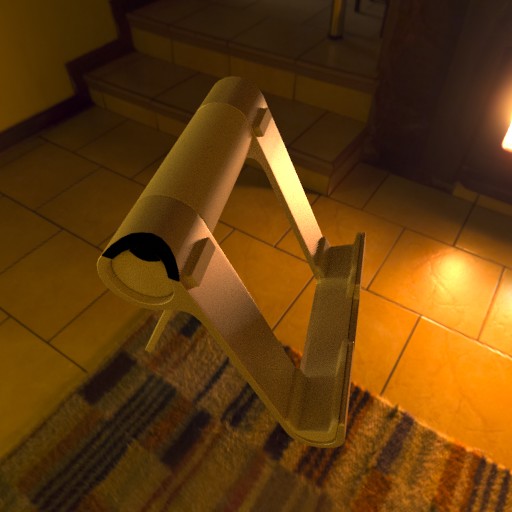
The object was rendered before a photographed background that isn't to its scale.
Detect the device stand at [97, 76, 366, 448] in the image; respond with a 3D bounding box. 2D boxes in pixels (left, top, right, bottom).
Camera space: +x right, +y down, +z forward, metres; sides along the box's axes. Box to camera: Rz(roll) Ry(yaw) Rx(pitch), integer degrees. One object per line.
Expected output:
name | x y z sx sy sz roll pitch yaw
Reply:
device stand | 0.000 0.000 0.152 0.079 0.084 0.086 10 48 9
